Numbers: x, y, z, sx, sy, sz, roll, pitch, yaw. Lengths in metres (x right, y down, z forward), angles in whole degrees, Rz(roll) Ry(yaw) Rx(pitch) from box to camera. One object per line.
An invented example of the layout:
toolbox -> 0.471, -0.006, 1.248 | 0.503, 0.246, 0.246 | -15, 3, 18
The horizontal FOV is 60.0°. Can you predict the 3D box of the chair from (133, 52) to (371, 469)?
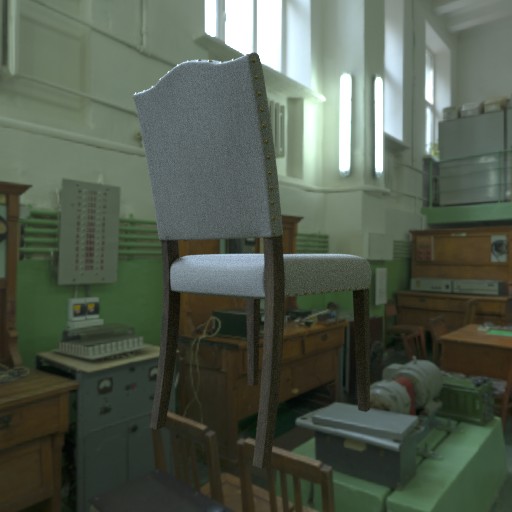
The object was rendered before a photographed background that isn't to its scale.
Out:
chair -> 0.000, 0.000, 1.383 | 0.508, 1.020, 0.620 | 0, 0, 38
